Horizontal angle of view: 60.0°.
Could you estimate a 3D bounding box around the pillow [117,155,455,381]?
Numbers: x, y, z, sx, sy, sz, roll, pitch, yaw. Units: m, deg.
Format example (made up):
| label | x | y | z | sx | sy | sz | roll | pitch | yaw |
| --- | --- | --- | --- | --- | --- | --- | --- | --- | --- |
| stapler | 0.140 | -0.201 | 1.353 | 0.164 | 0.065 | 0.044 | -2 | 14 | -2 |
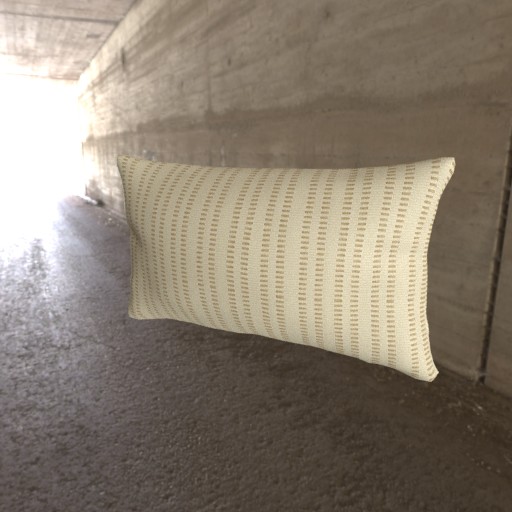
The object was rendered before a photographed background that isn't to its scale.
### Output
| label | x | y | z | sx | sy | sz | roll | pitch | yaw |
| --- | --- | --- | --- | --- | --- | --- | --- | --- | --- |
| pillow | 0.000 | 0.000 | 0.800 | 0.640 | 0.353 | 0.210 | 7 | 15 | 25 |
